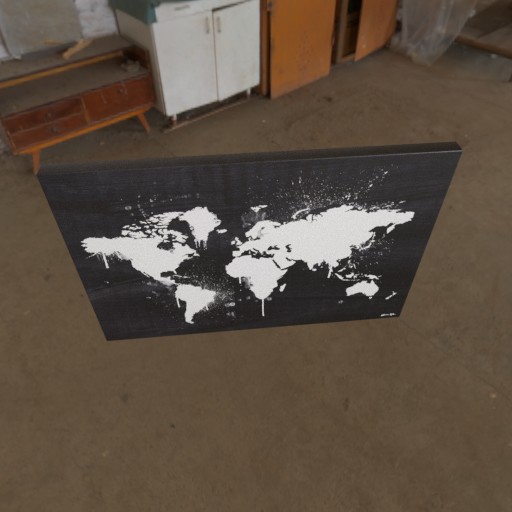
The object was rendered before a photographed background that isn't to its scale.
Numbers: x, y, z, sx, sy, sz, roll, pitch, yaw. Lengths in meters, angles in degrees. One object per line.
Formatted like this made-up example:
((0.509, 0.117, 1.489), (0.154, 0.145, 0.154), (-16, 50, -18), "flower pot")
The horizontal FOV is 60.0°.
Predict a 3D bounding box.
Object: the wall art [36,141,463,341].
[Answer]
((0.000, 0.000, 1.171), (0.912, 0.612, 0.038), (-4, 46, -4), "wall art")
